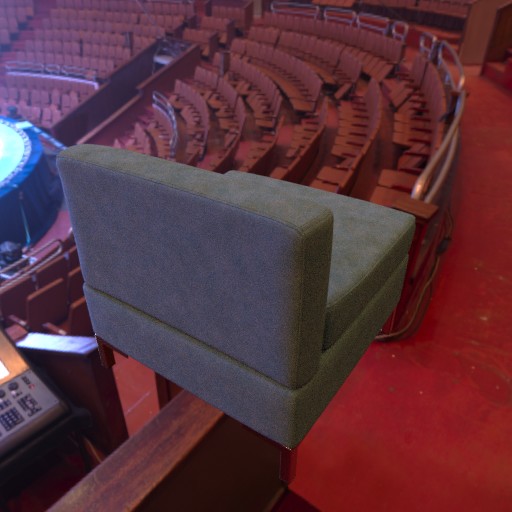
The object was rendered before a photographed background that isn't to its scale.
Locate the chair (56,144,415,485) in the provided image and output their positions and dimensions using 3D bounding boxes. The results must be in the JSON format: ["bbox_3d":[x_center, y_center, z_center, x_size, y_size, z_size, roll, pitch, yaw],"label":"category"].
[{"bbox_3d":[0.000,0.000,1.221,0.684,0.660,0.685,20,36,29],"label":"chair"}]
